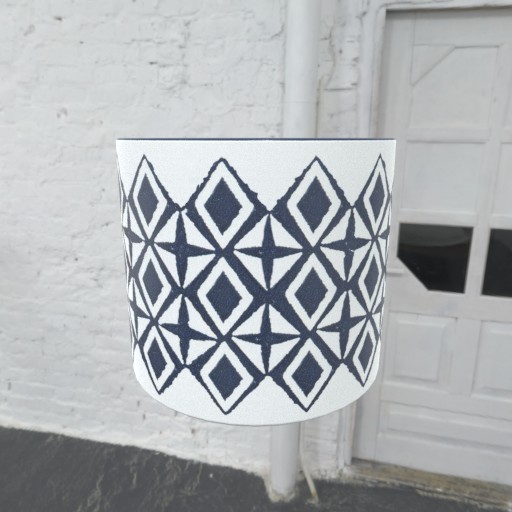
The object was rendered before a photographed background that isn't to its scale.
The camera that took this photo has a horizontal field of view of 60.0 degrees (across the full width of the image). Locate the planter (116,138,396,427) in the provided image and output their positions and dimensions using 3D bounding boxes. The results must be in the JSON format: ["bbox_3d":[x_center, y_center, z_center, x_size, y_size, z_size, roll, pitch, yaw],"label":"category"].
[{"bbox_3d":[0.000,0.000,0.320,0.182,0.165,0.182,0,15,0],"label":"planter"}]
